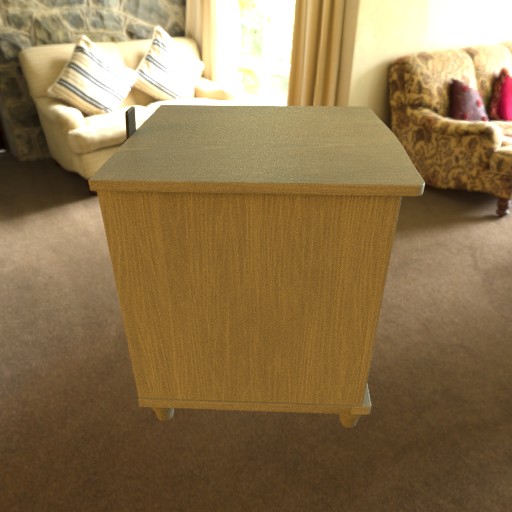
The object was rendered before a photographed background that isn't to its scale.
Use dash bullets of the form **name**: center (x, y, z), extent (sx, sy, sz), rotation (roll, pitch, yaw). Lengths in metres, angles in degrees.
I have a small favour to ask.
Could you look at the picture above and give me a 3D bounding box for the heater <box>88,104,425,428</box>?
- **heater**: center (0.000, 0.000, 0.747), extent (0.400, 0.481, 0.362), rotation (1, 32, 2)
